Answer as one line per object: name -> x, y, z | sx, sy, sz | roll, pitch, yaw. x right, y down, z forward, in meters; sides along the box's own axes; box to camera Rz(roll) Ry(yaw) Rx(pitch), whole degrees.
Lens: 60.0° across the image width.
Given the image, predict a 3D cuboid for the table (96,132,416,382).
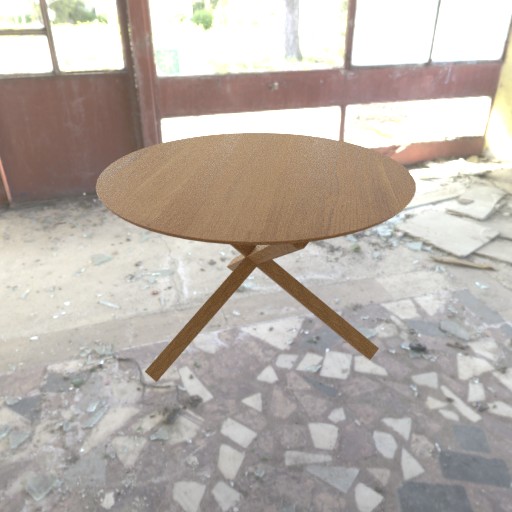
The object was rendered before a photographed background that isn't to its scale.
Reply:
table -> 0.000, 0.000, 1.670 | 1.038, 0.666, 1.038 | 0, 30, 0
